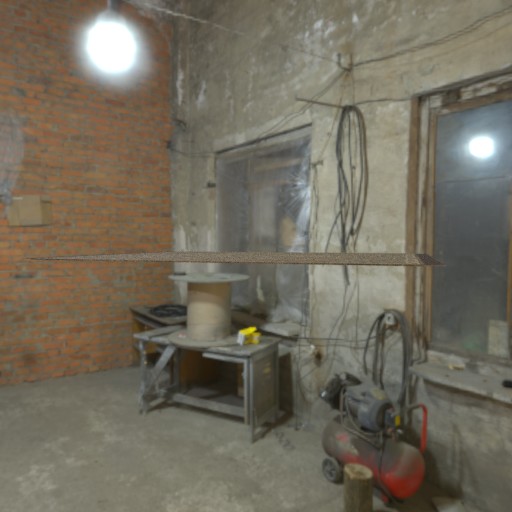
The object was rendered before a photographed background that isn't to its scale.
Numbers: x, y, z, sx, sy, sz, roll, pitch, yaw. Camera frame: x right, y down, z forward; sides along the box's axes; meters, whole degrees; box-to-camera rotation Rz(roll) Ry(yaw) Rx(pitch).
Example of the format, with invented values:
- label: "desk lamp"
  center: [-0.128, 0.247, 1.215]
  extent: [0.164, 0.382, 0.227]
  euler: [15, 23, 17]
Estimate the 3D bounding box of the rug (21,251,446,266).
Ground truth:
- label: "rug"
  center: [0.000, 0.000, 4.109]
  extent: [3.056, 0.010, 2.437]
  euler: [1, 2, 19]
